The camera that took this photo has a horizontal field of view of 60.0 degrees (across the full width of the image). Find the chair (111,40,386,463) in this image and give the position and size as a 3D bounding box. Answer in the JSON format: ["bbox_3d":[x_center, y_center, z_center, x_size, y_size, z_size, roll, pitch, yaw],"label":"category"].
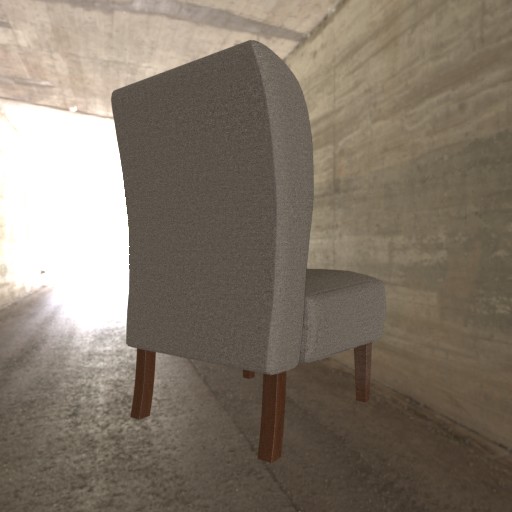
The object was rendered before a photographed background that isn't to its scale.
[{"bbox_3d":[0.000,0.000,1.170,0.513,0.804,0.592,0,0,36],"label":"chair"}]
